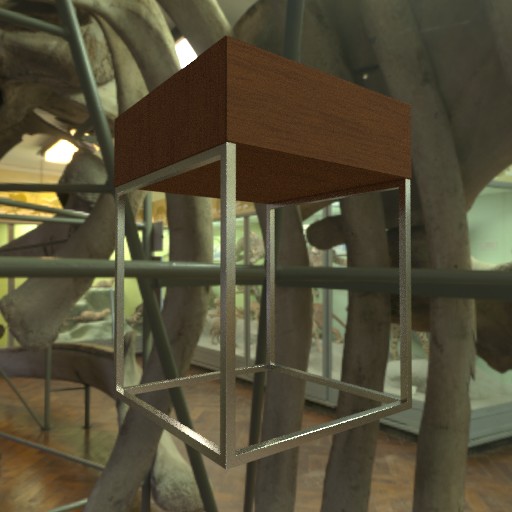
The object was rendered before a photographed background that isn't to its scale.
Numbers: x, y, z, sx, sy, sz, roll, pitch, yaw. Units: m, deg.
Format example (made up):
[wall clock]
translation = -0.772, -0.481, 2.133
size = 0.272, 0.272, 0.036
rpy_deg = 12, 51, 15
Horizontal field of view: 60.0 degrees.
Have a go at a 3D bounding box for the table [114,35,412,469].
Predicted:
[table]
translation = 0.000, 0.000, 0.827
size = 0.397, 0.540, 0.398
rpy_deg = 1, -2, -37
